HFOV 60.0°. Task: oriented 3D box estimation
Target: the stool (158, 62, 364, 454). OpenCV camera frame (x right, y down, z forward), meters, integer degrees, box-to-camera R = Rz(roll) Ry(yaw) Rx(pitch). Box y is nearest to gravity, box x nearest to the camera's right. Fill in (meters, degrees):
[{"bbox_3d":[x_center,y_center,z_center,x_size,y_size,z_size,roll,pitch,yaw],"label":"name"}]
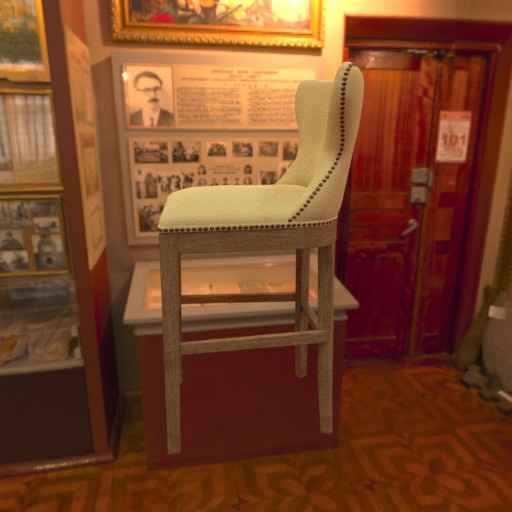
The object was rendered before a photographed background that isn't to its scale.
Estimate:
[{"bbox_3d":[0.000,0.000,1.447,0.606,1.123,0.494,-2,16,-8],"label":"stool"}]
